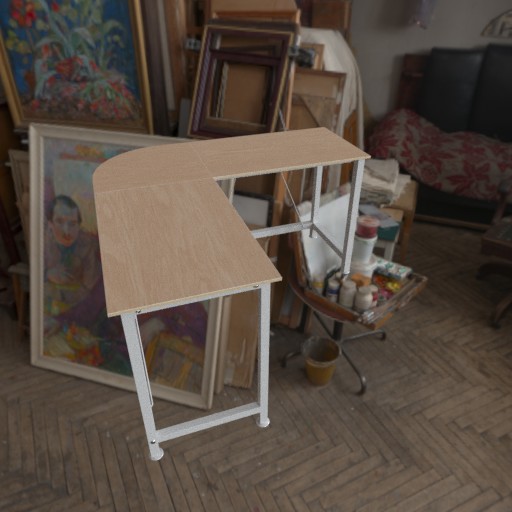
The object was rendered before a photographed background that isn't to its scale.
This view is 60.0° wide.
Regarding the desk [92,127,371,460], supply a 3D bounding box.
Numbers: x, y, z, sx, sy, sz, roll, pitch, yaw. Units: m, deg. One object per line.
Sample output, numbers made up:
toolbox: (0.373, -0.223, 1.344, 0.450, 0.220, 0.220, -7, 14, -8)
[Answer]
desk: (0.000, 0.000, 2.228, 1.400, 0.762, 1.400, -11, 35, -16)
